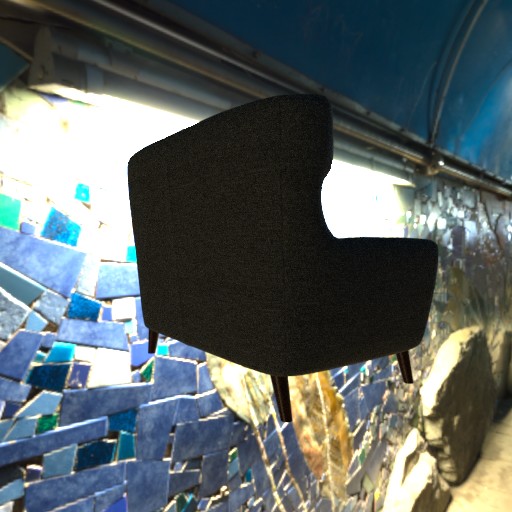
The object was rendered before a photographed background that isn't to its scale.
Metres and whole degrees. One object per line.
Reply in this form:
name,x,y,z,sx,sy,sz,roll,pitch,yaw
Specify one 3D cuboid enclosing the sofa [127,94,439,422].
sofa,0.000,0.000,2.025,0.874,1.028,1.358,-1,2,-36
